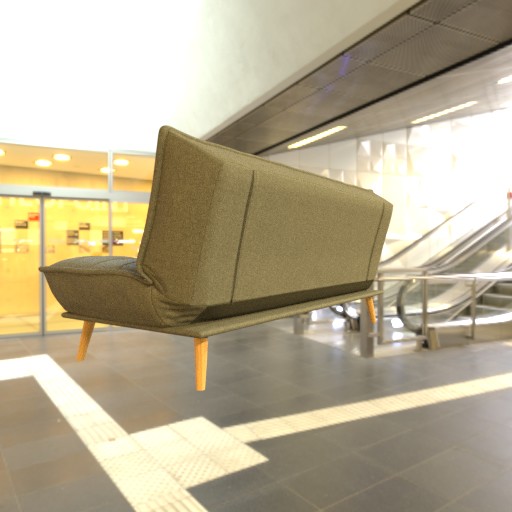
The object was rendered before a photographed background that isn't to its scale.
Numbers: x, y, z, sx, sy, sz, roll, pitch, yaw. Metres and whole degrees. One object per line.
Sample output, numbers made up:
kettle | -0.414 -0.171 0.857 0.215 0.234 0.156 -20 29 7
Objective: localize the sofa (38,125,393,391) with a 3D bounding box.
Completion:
sofa | 0.000 0.000 2.411 0.950 0.890 1.940 1 1 35
